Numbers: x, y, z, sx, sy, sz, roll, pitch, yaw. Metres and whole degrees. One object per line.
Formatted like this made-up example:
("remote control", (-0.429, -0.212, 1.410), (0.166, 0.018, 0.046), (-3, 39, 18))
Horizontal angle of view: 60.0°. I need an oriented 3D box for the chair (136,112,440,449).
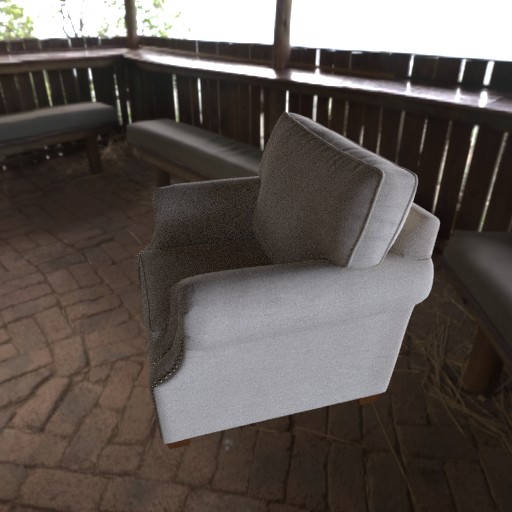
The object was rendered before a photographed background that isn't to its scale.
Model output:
("chair", (0.000, 0.000, 1.807), (0.965, 0.961, 1.092), (-8, 30, -14))
